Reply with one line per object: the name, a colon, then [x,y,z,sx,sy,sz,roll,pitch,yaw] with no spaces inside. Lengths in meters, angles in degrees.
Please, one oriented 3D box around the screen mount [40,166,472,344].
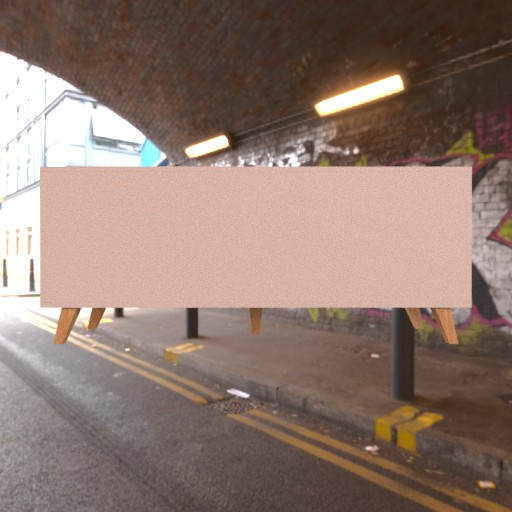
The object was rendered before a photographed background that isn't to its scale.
screen mount: [0.000,0.000,1.729,1.490,0.619,0.400,0,0,0]
